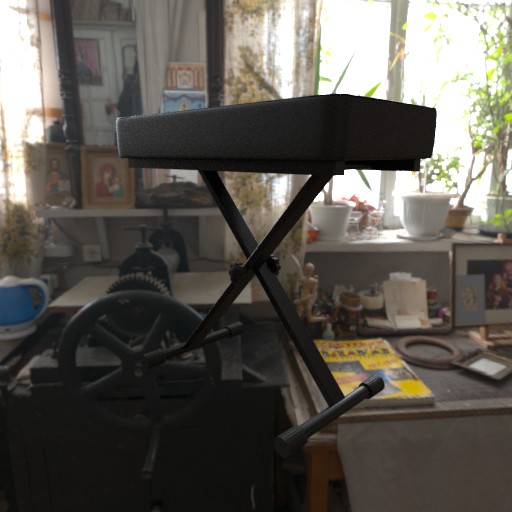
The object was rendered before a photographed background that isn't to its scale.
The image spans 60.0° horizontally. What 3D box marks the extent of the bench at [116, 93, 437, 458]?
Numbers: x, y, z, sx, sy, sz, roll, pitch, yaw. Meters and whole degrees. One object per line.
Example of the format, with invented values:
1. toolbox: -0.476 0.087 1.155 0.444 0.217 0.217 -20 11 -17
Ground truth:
1. bench: 0.000 0.000 0.918 0.300 0.561 0.600 -12 18 -43
